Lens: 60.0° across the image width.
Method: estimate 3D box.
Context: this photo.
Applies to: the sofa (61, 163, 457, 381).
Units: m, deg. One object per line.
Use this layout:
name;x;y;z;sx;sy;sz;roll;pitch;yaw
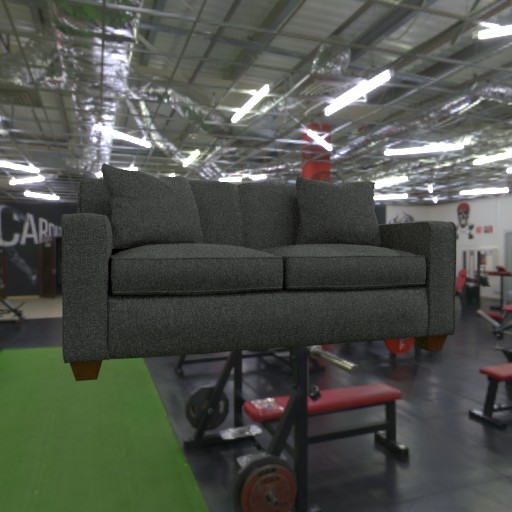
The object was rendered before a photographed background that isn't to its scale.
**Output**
sofa;0.000;0.000;2.387;1.846;0.958;0.998;0;1;-18
